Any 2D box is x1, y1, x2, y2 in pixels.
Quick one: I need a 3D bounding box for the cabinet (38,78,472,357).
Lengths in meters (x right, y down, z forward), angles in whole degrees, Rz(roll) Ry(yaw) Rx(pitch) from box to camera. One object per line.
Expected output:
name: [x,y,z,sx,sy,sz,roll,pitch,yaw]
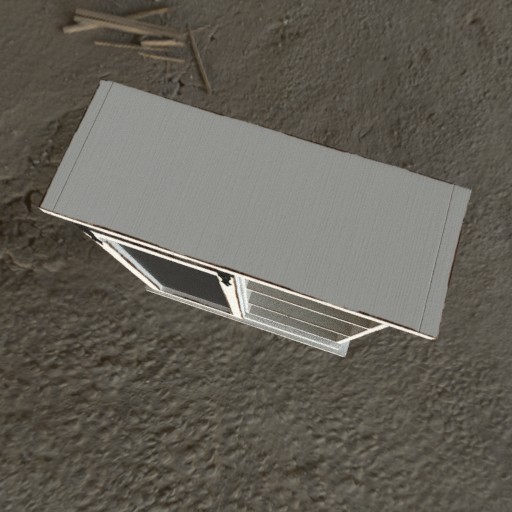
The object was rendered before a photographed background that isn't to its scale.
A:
cabinet: [0.000,0.000,0.883,0.541,0.603,0.210,18,76,5]
